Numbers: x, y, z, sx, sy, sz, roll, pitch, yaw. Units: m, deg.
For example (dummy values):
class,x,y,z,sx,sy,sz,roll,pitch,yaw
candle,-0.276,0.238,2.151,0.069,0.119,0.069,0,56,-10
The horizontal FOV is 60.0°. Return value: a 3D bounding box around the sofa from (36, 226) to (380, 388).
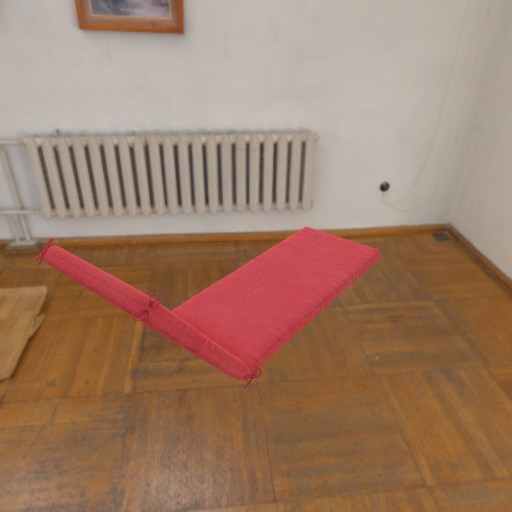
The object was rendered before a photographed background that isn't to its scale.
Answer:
class,x,y,z,sx,sy,sz,roll,pitch,yaw
sofa,0.000,0.000,1.989,0.582,0.622,1.663,21,36,33
